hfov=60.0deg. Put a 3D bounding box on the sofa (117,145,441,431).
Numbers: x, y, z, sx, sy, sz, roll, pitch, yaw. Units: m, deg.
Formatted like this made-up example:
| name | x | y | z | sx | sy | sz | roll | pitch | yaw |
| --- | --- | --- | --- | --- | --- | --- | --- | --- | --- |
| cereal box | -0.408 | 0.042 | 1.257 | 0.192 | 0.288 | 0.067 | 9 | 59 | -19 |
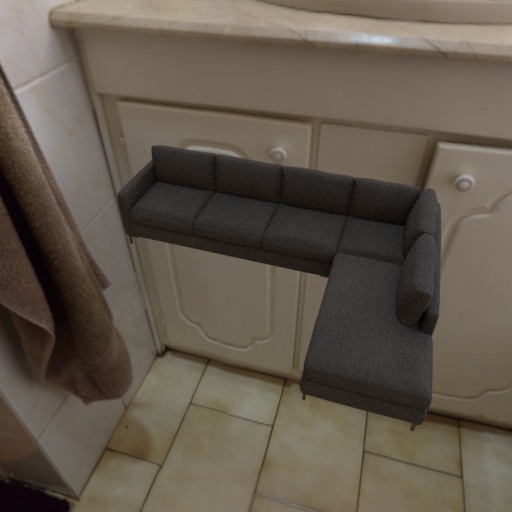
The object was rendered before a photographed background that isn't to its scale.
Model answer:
| name | x | y | z | sx | sy | sz | roll | pitch | yaw |
| --- | --- | --- | --- | --- | --- | --- | --- | --- | --- |
| sofa | 0.000 | 0.000 | 3.779 | 2.949 | 0.815 | 2.007 | 12 | 42 | 14 |
